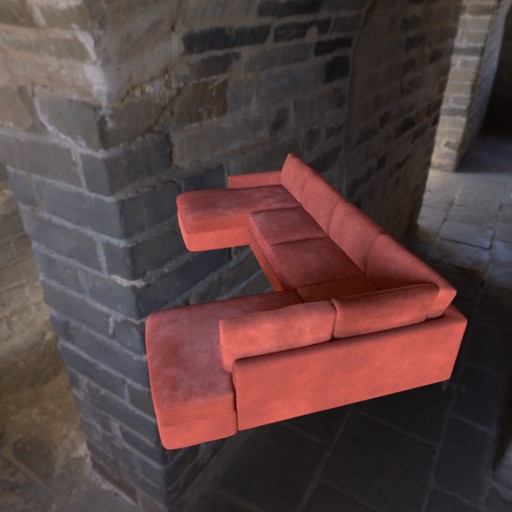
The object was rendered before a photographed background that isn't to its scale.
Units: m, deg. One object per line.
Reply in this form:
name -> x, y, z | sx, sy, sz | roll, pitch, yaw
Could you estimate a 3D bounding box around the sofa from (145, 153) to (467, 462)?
sofa -> 0.000, 0.000, 3.819 | 1.981, 0.858, 2.971 | -8, 32, -14
